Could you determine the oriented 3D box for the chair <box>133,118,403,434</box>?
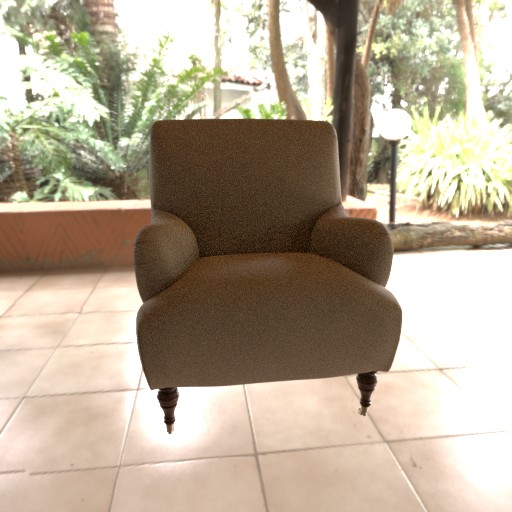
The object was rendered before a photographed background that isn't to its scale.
[{"bbox_3d":[0.000,0.000,1.555,0.766,0.942,0.842,-2,16,-8],"label":"chair"}]
